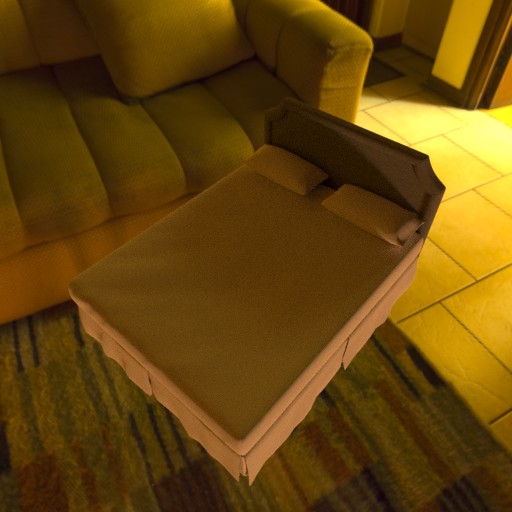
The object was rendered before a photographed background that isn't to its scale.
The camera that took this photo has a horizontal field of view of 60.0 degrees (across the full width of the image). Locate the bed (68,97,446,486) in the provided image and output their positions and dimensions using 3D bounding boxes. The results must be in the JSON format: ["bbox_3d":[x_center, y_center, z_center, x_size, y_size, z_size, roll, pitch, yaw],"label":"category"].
[{"bbox_3d":[0.000,0.000,3.581,1.977,1.306,2.464,33,55,27],"label":"bed"}]
